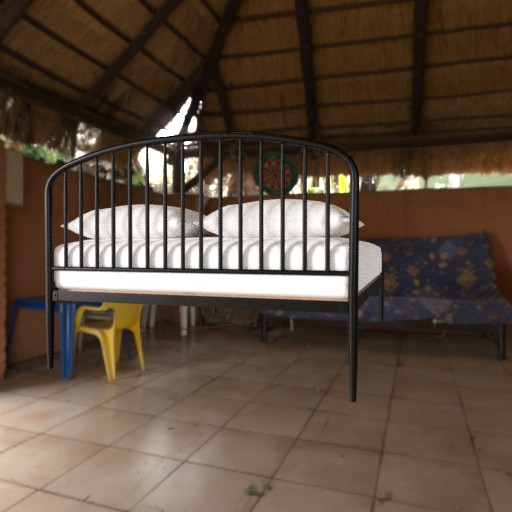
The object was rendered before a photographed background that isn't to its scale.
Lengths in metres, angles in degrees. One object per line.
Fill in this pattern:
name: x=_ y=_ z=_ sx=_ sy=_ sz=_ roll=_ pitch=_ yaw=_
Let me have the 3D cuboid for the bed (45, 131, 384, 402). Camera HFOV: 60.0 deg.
bed: x=0.000 y=0.000 z=3.081 sx=1.618 sy=1.166 sz=2.159 roll=0 pitch=1 yaw=19
